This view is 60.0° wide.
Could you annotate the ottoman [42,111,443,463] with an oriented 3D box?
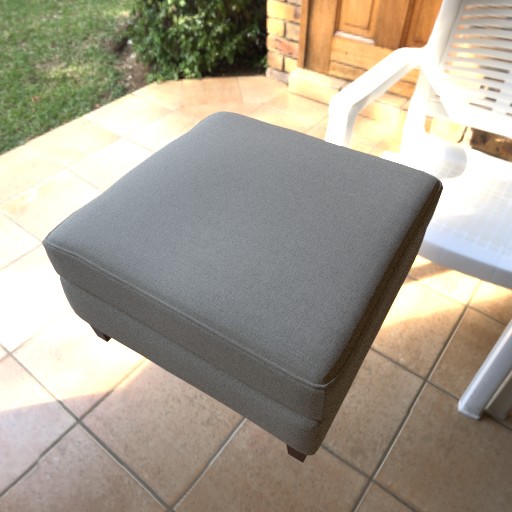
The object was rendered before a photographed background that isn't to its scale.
[{"bbox_3d":[0.000,0.000,1.364,0.838,0.503,0.838,24,51,21],"label":"ottoman"}]
